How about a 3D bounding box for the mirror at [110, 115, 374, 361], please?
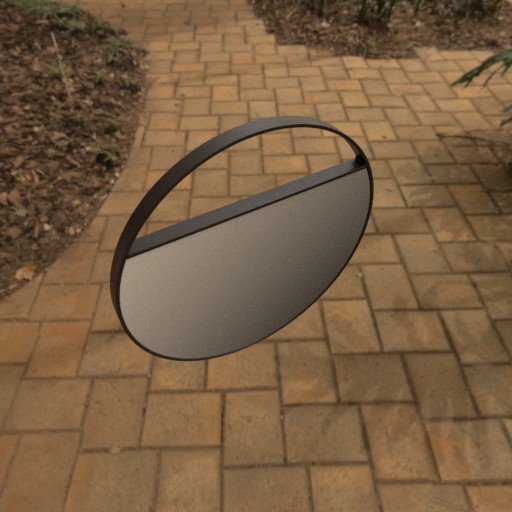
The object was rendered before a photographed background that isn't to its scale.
[{"bbox_3d":[0.000,0.000,0.876,0.565,0.565,0.032,-23,50,-21],"label":"mirror"}]
